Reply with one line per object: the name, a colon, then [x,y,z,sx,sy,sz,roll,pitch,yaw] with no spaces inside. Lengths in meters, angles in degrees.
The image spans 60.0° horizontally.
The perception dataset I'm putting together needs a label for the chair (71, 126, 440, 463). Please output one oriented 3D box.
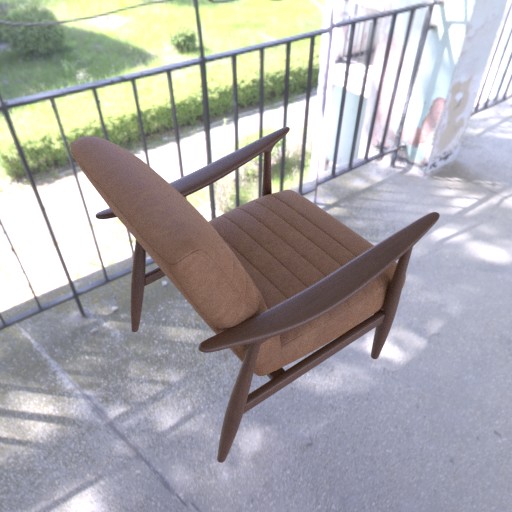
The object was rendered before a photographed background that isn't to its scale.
chair: [0.000,0.000,1.404,0.798,0.832,0.741,-26,48,-26]
